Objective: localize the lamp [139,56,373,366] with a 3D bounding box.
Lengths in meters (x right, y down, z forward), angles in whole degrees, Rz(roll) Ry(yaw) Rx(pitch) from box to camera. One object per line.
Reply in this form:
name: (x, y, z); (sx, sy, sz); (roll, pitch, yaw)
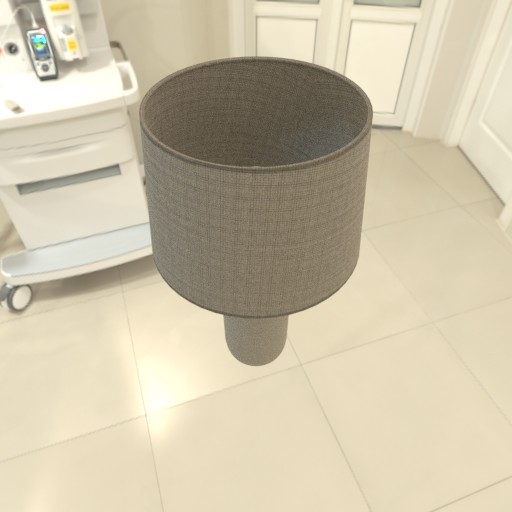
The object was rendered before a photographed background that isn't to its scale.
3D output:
lamp: (0.000, 0.000, 0.832); (0.367, 0.609, 0.367); (0, 46, 0)
